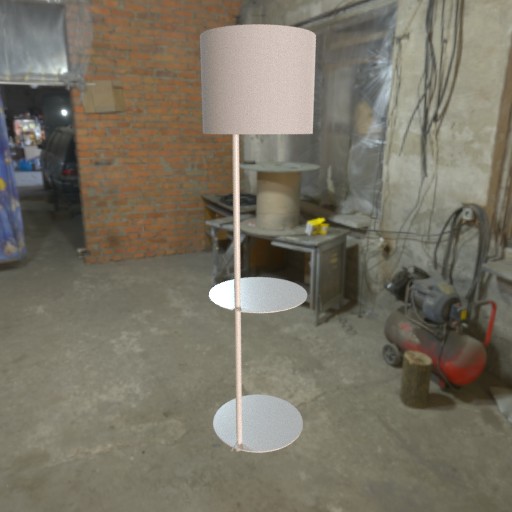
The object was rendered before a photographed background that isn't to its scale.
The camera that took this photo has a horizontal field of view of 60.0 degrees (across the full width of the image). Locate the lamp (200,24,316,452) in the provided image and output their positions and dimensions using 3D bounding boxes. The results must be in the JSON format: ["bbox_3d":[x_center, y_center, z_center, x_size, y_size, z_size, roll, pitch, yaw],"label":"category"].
[{"bbox_3d":[0.000,0.000,1.624,0.372,1.465,0.405,8,18,26],"label":"lamp"}]
